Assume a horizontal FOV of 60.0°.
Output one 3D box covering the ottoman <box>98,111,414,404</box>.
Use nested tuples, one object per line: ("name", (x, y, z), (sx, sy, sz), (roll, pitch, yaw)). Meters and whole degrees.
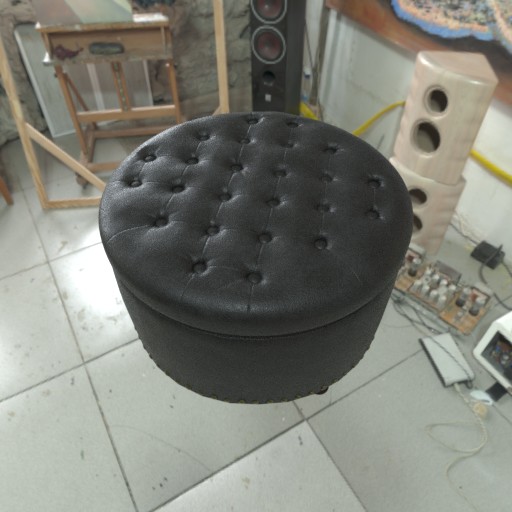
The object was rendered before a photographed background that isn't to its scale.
("ottoman", (0.000, 0.000, 1.054), (0.637, 0.442, 0.637), (0, 47, 0))
